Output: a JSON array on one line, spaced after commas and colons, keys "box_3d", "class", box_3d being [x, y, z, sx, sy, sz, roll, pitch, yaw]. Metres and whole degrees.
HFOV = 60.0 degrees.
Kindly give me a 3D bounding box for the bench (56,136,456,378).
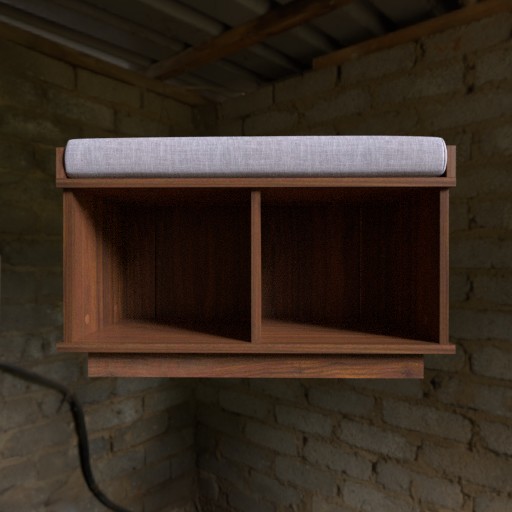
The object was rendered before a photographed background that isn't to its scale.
[{"box_3d": [0.000, 0.000, 0.984, 0.734, 0.461, 0.362, 0, 0, 1], "class": "bench"}]
